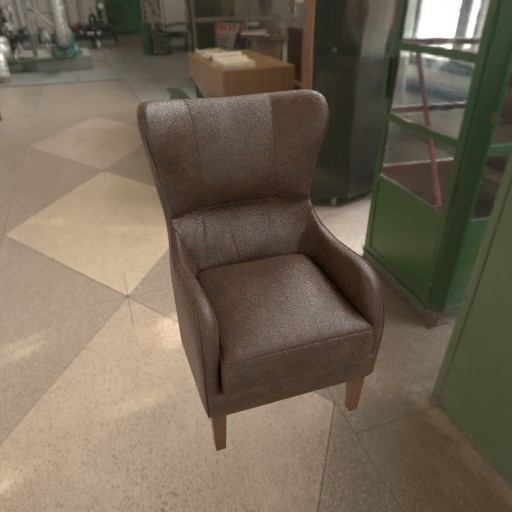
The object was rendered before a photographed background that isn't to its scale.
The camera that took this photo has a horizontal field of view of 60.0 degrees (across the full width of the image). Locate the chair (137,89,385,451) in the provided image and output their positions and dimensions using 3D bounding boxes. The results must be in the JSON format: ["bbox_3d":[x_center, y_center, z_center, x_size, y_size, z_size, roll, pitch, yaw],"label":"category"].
[{"bbox_3d":[0.000,0.000,1.653,0.692,1.048,0.914,-10,33,-16],"label":"chair"}]
